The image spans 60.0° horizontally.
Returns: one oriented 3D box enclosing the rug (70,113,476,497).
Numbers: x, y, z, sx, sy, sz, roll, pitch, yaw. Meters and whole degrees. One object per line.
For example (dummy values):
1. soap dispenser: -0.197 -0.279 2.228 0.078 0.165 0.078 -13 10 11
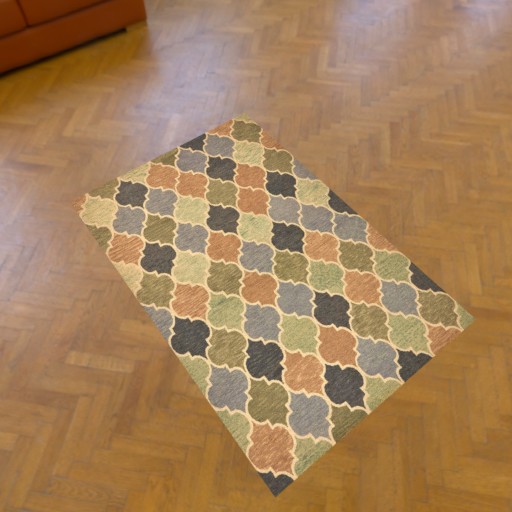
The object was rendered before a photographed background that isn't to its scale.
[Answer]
1. rug: 0.000 0.000 2.285 1.216 0.006 1.828 -33 63 -19
